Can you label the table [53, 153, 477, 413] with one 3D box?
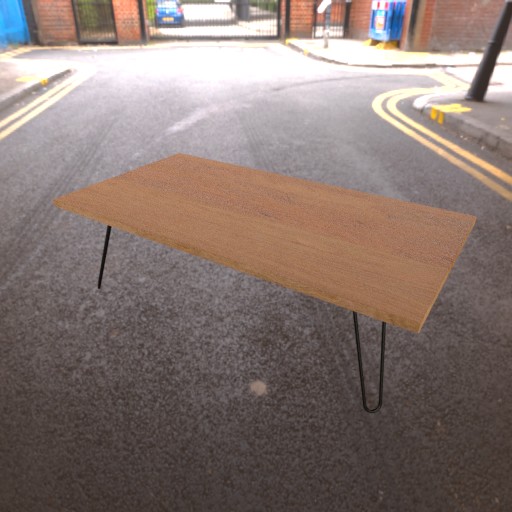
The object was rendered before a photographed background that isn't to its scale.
[{"bbox_3d":[0.000,0.000,1.680,1.348,0.400,0.699,18,34,28],"label":"table"}]
